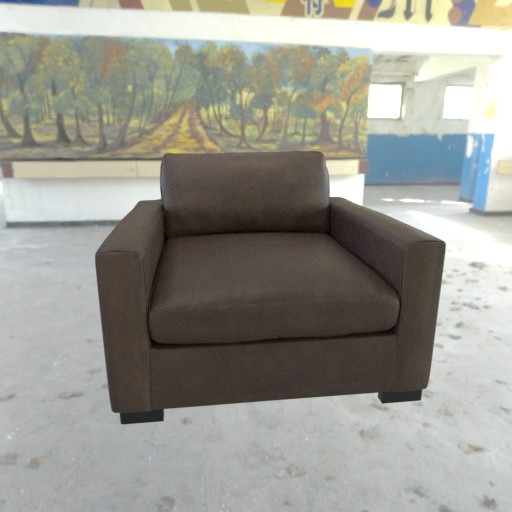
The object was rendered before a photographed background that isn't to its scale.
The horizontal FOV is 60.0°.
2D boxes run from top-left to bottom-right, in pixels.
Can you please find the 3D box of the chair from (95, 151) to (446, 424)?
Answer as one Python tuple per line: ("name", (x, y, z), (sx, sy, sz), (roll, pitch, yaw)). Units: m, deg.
("chair", (0.000, 0.000, 1.826), (1.100, 0.812, 1.069), (-2, 16, -7))
